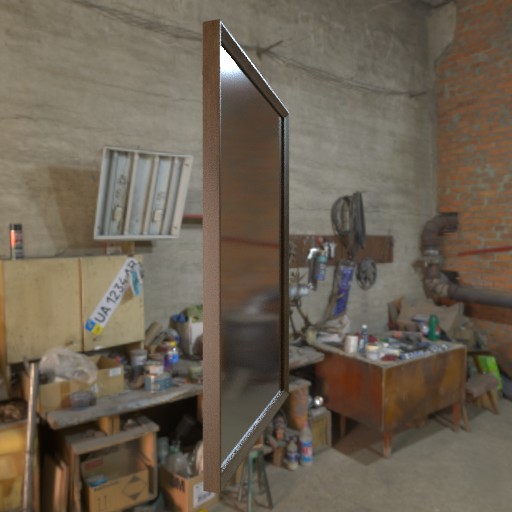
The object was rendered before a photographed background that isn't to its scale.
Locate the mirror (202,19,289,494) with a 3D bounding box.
[{"bbox_3d":[0.000,0.000,1.150,0.041,0.915,0.609,0,1,17],"label":"mirror"}]
